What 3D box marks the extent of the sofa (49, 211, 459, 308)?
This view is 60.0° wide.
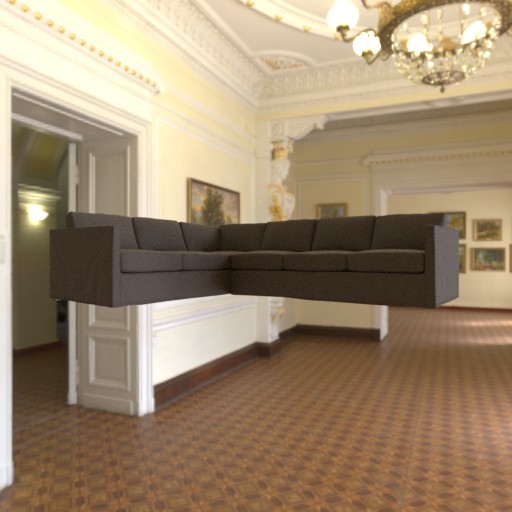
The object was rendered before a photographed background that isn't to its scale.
[{"bbox_3d":[0.000,0.000,4.292,3.182,0.871,2.432,0,0,36],"label":"sofa"}]
